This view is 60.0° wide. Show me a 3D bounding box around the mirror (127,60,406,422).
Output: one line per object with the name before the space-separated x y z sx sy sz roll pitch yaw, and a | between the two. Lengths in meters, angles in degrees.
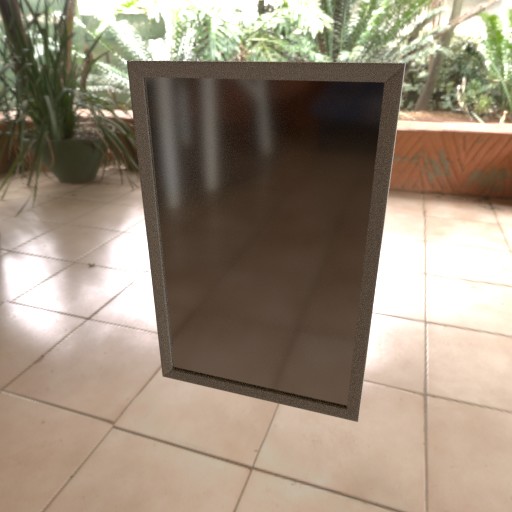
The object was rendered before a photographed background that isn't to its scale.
mirror | 0.000 0.000 1.139 0.609 0.915 0.040 8 26 16
